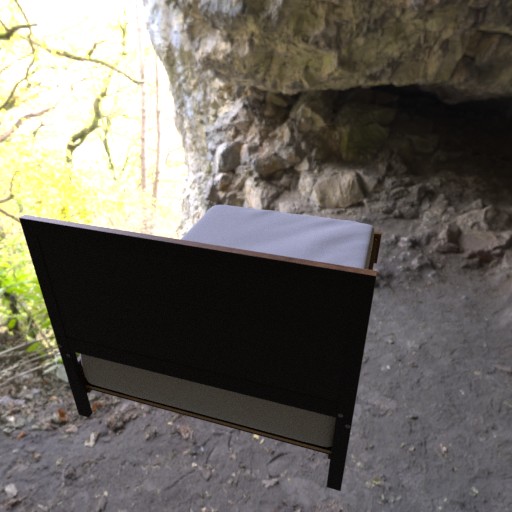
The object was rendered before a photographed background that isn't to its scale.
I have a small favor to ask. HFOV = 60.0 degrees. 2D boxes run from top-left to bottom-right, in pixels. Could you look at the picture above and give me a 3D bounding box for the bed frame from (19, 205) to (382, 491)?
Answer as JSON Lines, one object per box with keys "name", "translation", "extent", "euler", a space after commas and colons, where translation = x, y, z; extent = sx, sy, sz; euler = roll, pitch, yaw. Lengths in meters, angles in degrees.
{"name": "bed frame", "translation": [0.000, 0.000, 3.222], "extent": [1.696, 1.417, 2.276], "euler": [9, 32, 15]}
